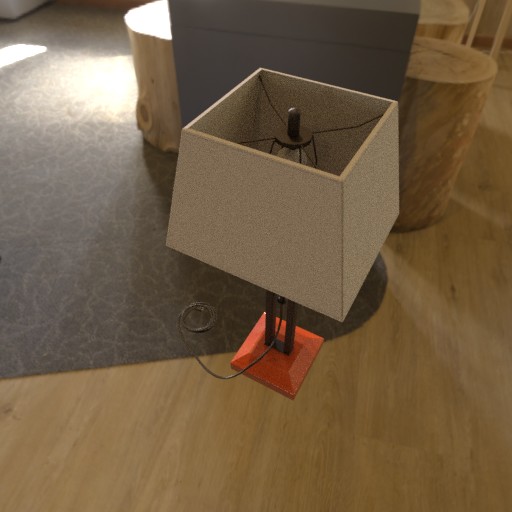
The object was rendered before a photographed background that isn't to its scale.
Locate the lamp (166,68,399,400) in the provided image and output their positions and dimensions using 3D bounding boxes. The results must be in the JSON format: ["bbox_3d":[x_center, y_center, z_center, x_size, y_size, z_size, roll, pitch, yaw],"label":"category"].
[{"bbox_3d":[0.000,0.000,0.978,0.498,0.737,0.310,23,51,20],"label":"lamp"}]
